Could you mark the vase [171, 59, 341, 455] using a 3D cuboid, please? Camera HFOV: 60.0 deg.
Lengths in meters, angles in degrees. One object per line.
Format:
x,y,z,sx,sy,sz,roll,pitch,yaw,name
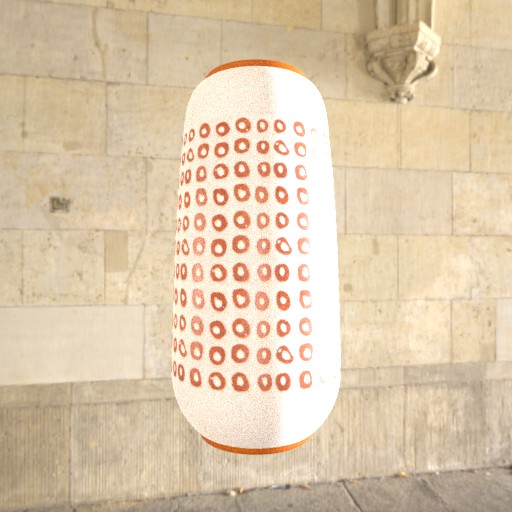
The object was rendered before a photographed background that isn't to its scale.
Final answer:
0.000,0.000,0.357,0.133,0.282,0.133,0,-1,0,vase
